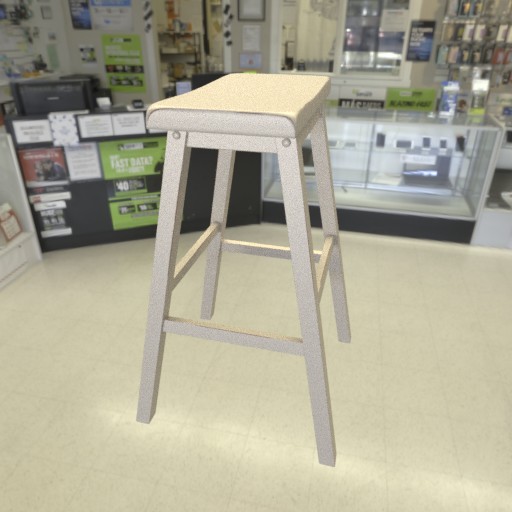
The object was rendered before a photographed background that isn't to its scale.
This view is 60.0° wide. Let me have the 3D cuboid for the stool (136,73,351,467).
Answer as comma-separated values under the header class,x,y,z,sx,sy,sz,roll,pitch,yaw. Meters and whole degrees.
class,x,y,z,sx,sy,sz,roll,pitch,yaw
stool,0.000,0.000,1.030,0.476,0.737,0.457,7,30,13
